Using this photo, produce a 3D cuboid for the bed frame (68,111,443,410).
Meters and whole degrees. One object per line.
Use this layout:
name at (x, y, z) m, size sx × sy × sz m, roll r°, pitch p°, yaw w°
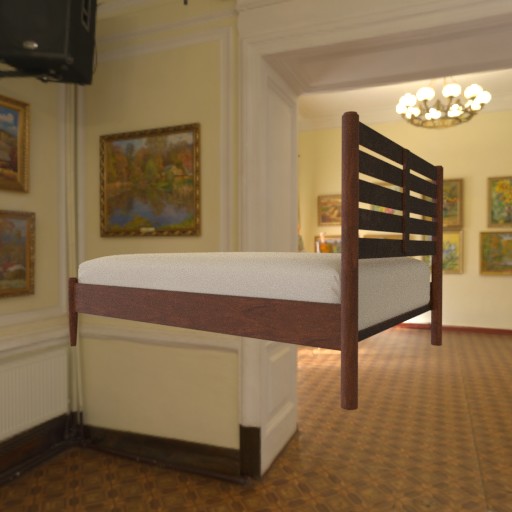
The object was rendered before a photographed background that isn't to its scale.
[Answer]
bed frame at (0.000, 0.000, 3.255) m, size 2.234 × 1.321 × 1.655 m, roll 1°, pitch 1°, yaw 35°
